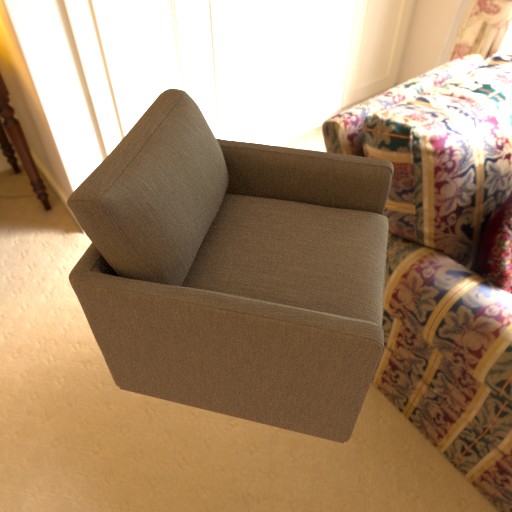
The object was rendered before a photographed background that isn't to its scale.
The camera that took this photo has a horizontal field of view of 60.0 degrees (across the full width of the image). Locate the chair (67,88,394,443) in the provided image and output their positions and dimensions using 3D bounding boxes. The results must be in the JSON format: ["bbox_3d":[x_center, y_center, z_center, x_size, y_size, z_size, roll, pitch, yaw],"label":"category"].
[{"bbox_3d":[0.000,0.000,1.444,0.834,0.811,0.763,10,47,10],"label":"chair"}]
